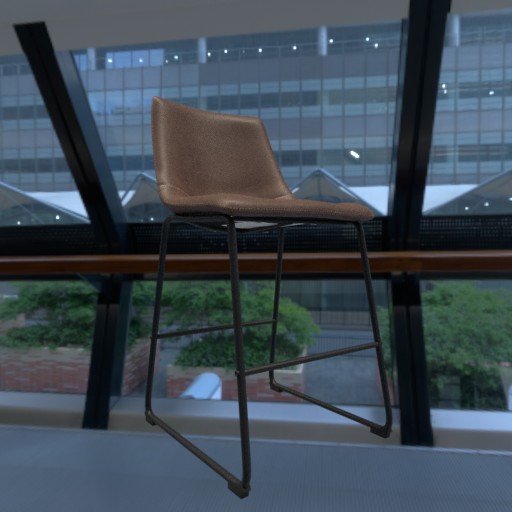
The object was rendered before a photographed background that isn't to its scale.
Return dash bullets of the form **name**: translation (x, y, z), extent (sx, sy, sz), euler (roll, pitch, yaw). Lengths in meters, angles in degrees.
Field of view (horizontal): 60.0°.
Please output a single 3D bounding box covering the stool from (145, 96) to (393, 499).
- **stool**: translation (0.000, 0.000, 1.163), extent (0.460, 0.890, 0.550), euler (-1, 2, -36)
